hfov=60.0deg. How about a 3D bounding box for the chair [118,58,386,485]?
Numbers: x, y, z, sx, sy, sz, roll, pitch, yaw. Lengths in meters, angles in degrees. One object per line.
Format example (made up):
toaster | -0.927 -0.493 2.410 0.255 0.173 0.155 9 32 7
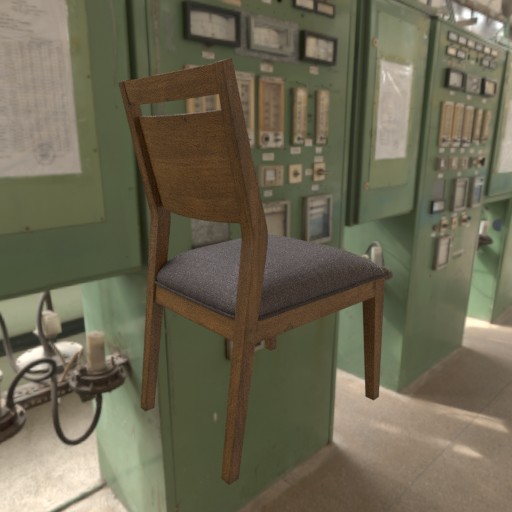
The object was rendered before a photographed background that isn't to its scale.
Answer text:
chair | 0.000 0.000 1.268 0.610 0.939 0.501 -13 19 -41
